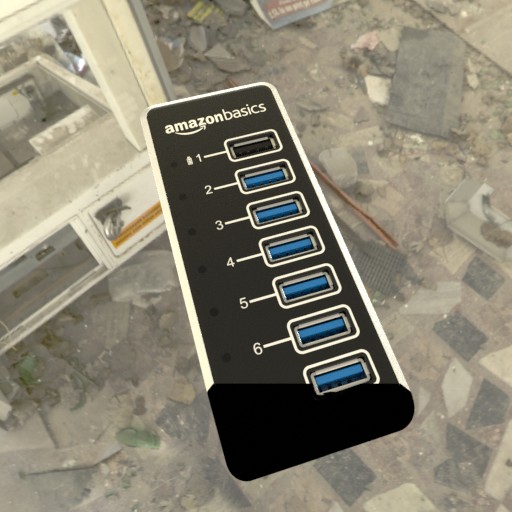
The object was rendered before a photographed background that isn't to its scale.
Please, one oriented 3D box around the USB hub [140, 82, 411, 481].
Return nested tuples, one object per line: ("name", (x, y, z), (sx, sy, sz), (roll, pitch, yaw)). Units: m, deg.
("USB hub", (0.000, 0.000, 0.127), (0.044, 0.023, 0.110), (-15, 64, -7))
